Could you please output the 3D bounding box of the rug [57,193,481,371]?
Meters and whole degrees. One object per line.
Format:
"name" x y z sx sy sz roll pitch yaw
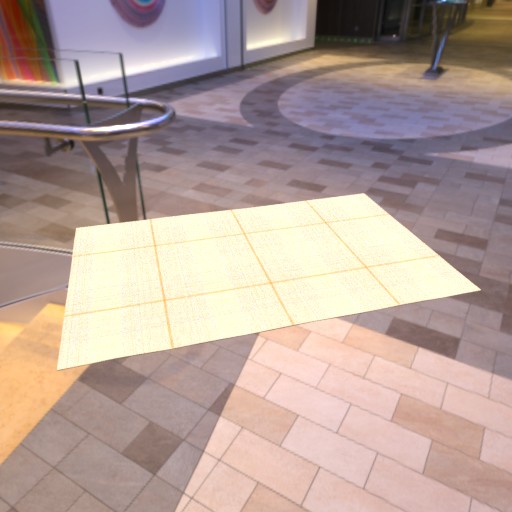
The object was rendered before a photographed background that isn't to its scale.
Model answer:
"rug" 0.000 0.000 3.062 2.442 0.016 1.527 -8 33 -13
